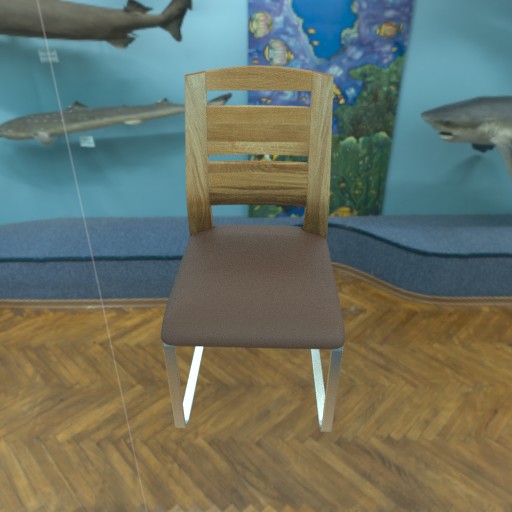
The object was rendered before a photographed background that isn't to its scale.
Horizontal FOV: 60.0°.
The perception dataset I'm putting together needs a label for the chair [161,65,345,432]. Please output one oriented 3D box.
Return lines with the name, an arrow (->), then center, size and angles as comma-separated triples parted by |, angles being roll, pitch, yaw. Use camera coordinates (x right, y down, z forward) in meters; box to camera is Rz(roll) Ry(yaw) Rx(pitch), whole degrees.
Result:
chair -> 0.000, 0.000, 1.293 | 0.460, 0.970, 0.570 | 1, 30, 2
